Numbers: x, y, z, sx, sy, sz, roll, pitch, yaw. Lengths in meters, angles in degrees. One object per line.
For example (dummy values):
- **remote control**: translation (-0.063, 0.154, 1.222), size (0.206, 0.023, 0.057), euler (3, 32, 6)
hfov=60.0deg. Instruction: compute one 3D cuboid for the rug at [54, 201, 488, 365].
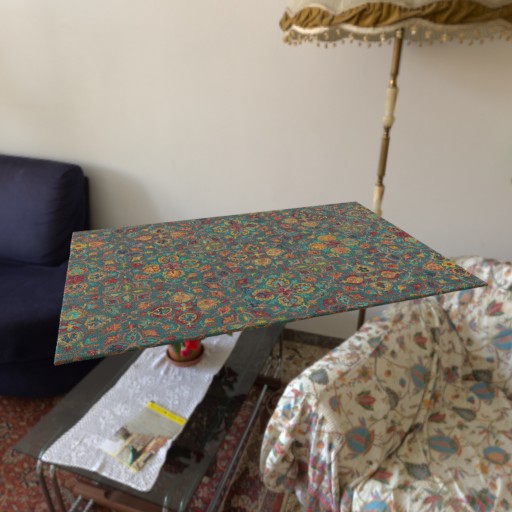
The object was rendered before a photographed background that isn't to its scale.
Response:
- **rug**: translation (0.000, 0.000, 2.286), size (1.836, 0.014, 1.216), euler (-8, 27, -16)
